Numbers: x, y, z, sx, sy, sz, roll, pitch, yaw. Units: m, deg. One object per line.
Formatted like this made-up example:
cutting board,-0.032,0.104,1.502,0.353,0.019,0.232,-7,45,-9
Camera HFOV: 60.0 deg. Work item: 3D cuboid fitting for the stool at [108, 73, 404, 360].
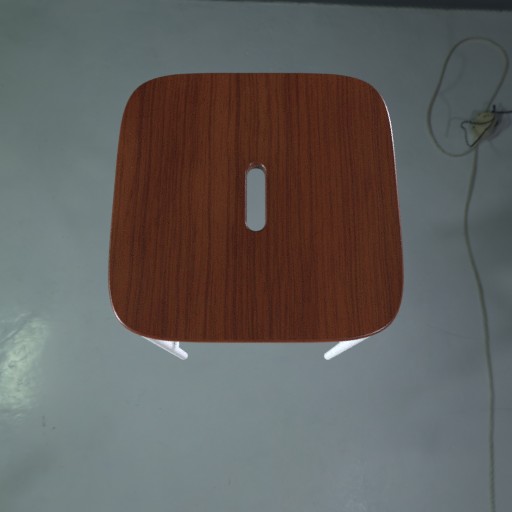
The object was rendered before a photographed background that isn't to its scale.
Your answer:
stool,0.000,0.000,0.849,0.376,0.610,0.376,0,76,0
